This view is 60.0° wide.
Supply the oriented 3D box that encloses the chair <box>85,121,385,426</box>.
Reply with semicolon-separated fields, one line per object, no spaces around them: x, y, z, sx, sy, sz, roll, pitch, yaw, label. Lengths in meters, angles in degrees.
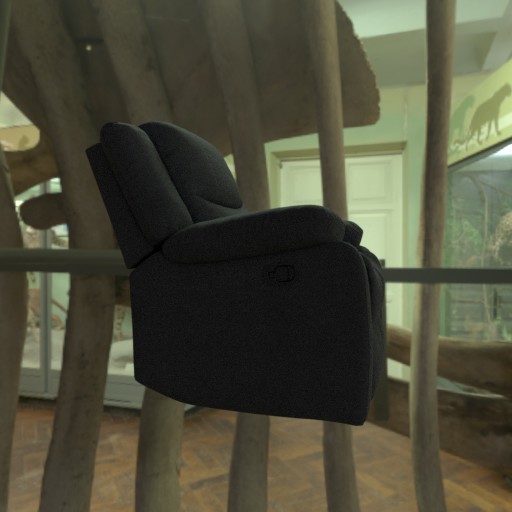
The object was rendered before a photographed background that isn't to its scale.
0.000;0.000;1.705;0.944;1.008;0.899;0;1;18;chair
